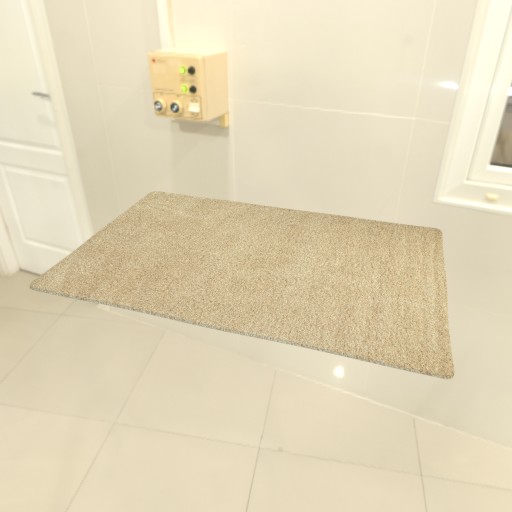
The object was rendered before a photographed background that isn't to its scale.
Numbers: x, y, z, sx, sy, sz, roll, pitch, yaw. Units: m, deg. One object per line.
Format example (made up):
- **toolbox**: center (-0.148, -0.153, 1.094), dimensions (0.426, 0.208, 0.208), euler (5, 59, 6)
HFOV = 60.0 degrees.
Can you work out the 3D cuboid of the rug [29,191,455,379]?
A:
- **rug**: center (0.000, 0.000, 2.905), dimensions (2.349, 0.025, 1.500), euler (9, 33, 15)
